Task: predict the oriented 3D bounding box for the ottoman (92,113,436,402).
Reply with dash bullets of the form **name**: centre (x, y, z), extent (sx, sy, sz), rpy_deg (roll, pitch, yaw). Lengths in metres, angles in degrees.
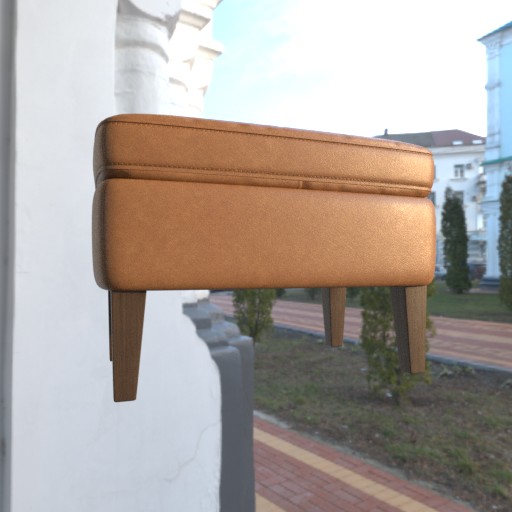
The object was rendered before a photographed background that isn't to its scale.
- **ottoman**: centre (0.000, 0.000, 0.964), extent (0.670, 0.480, 0.420), rpy_deg (1, -2, -19)
